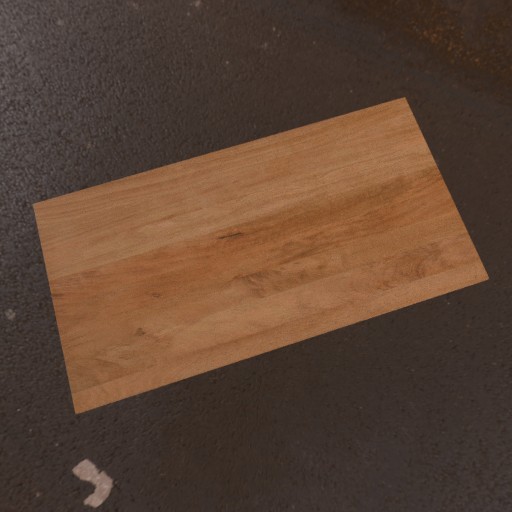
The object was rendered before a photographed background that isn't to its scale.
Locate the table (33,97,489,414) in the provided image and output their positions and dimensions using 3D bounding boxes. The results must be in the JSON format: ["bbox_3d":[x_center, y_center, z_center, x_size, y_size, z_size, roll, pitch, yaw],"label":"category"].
[{"bbox_3d":[0.000,0.000,1.645,1.348,0.400,0.699,-17,76,-4],"label":"table"}]
